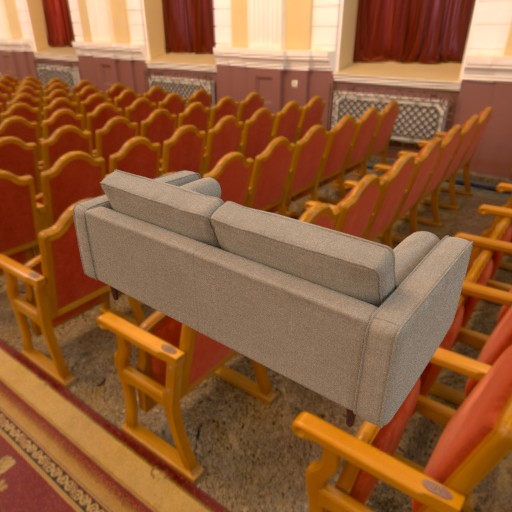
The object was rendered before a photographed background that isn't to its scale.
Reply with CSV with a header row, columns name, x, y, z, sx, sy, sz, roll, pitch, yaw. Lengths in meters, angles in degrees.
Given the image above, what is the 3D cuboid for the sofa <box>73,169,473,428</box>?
name,x,y,z,sx,sy,sz,roll,pitch,yaw
sofa,0.000,0.000,2.305,1.879,0.762,0.914,20,33,33
